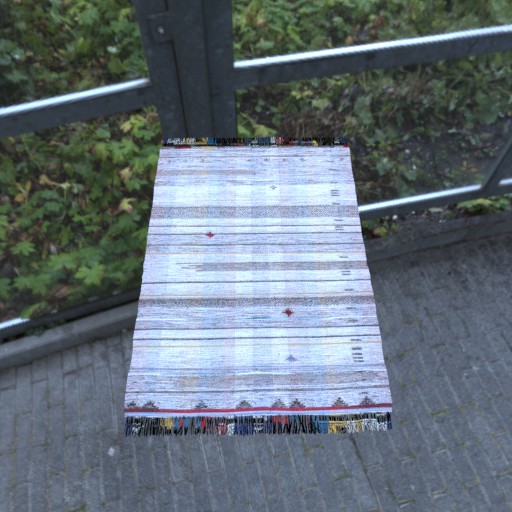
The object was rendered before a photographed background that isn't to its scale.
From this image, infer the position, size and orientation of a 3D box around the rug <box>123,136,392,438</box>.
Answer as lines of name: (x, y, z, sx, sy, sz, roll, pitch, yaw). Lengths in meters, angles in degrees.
rug: (0.000, 0.000, 2.406, 1.217, 0.012, 1.848, -1, 58, 0)
